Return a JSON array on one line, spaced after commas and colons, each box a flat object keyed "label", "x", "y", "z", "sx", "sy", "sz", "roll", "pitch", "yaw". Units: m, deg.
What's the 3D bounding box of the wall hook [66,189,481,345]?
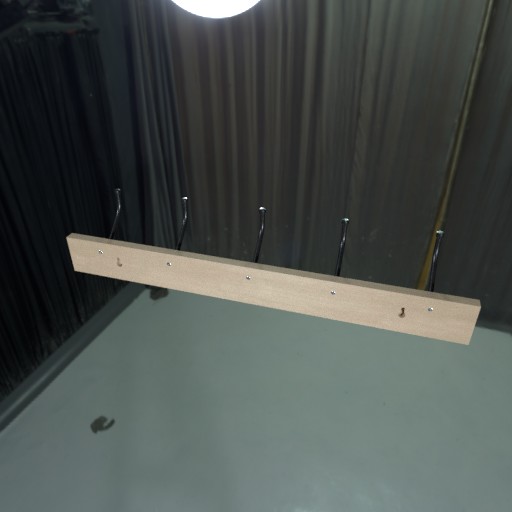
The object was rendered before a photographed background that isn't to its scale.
[{"label": "wall hook", "x": 0.000, "y": 0.000, "z": 0.619, "sx": 0.571, "sy": 0.117, "sz": 0.071, "roll": 9, "pitch": 32, "yaw": 15}]
